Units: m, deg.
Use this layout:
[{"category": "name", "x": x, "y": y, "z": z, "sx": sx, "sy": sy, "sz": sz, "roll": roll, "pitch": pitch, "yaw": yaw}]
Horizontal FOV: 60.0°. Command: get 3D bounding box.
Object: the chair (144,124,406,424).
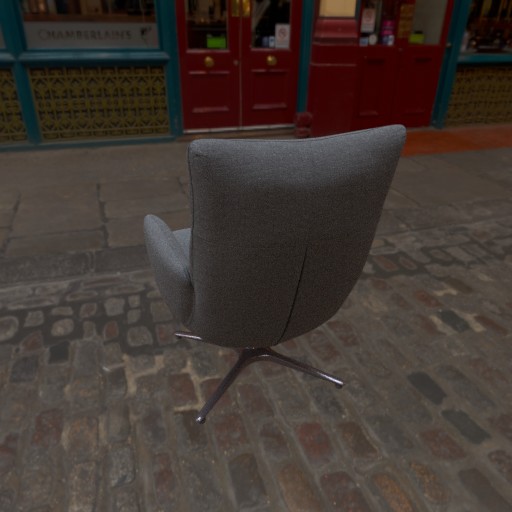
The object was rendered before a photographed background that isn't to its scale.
[{"category": "chair", "x": 0.000, "y": 0.000, "z": 1.512, "sx": 0.702, "sy": 0.984, "sz": 0.831, "roll": -9, "pitch": 29, "yaw": -16}]
